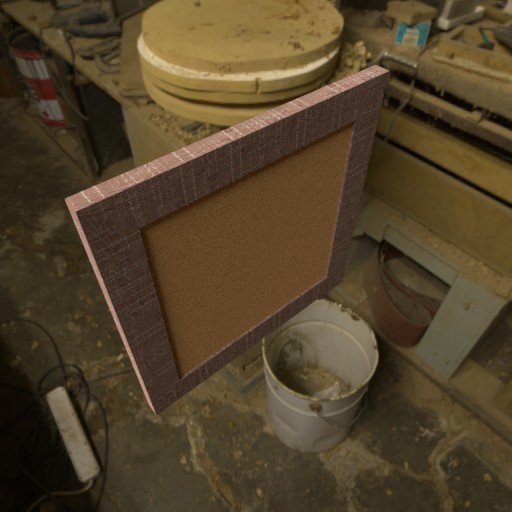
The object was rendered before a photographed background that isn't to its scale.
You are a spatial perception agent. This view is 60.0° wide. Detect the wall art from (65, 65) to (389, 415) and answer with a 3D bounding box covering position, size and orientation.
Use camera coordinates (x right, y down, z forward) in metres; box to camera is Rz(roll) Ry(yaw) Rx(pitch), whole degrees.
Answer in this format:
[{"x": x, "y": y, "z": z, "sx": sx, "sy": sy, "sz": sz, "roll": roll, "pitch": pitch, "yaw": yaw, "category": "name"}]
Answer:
[{"x": 0.000, "y": 0.000, "z": 0.797, "sx": 0.531, "sy": 0.531, "sz": 0.029, "roll": -31, "pitch": 55, "yaw": -26, "category": "wall art"}]
